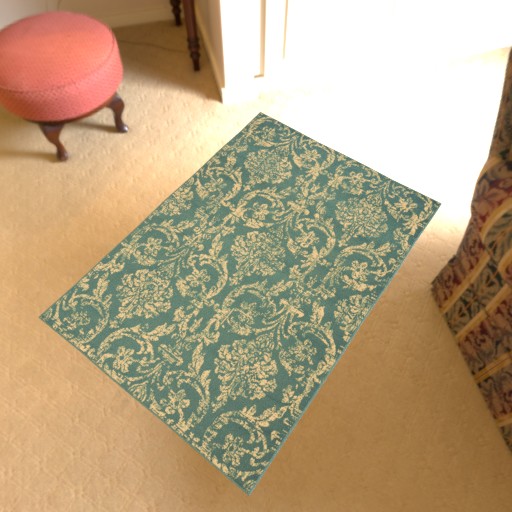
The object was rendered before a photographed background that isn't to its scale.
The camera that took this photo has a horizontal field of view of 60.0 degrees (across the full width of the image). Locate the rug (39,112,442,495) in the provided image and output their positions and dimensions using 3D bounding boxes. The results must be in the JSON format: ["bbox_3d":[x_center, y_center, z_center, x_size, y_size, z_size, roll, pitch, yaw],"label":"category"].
[{"bbox_3d":[0.000,0.000,2.826,1.554,0.012,2.205,32,64,18],"label":"rug"}]
